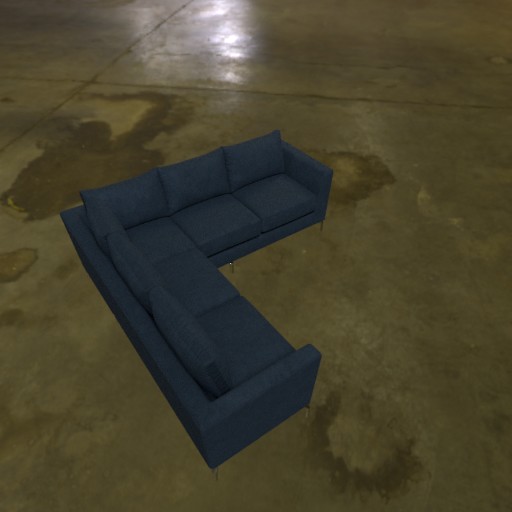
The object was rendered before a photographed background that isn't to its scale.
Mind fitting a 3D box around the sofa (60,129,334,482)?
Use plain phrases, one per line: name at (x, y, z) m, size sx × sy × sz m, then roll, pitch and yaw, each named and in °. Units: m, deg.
sofa at (0.000, 0.000, 3.801) m, size 2.463 × 0.988 × 2.472 m, roll -25°, pitch 46°, yaw -26°
